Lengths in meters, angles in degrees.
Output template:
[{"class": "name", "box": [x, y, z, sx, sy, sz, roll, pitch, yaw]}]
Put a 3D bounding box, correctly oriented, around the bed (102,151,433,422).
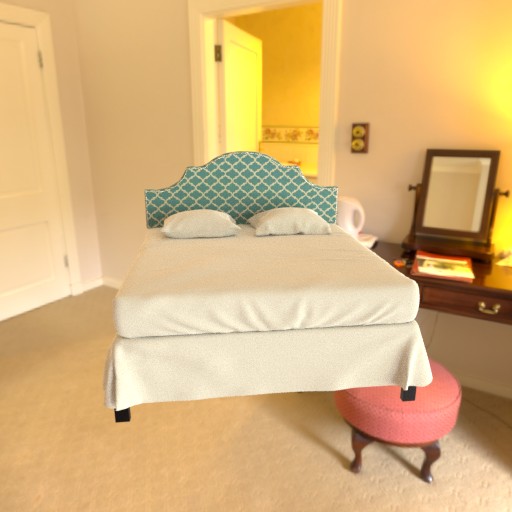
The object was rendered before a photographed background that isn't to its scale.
[{"class": "bed", "box": [0.000, 0.000, 3.717, 2.314, 1.601, 2.222, -2, 17, -6]}]
